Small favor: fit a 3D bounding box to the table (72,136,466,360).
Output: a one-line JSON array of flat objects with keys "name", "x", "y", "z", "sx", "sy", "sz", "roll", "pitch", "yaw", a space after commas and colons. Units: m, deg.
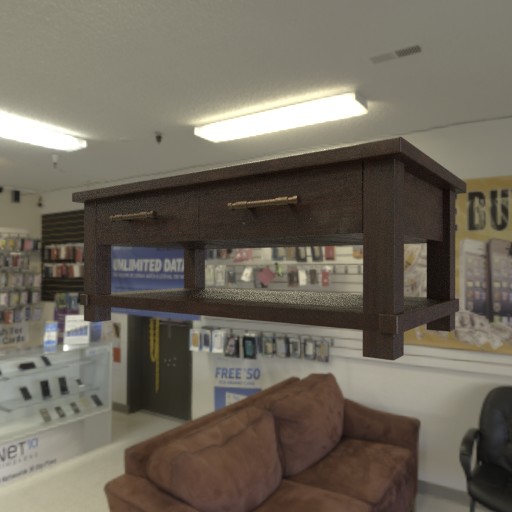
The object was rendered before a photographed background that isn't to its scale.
[{"name": "table", "x": 0.000, "y": 0.000, "z": 1.598, "sx": 1.270, "sy": 0.494, "sz": 0.700, "roll": -1, "pitch": -1, "yaw": 36}]
